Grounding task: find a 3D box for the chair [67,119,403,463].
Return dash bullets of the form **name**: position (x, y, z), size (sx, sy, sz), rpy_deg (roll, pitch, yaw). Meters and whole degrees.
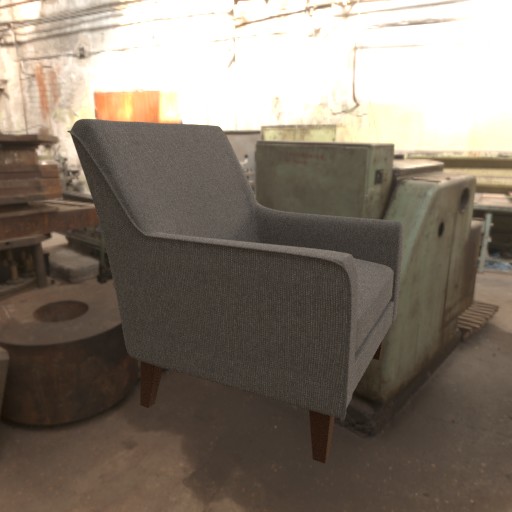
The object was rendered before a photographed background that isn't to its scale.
- **chair**: position (0.000, 0.000, 1.567), size (0.899, 0.919, 0.780), rpy_deg (7, 16, 26)
